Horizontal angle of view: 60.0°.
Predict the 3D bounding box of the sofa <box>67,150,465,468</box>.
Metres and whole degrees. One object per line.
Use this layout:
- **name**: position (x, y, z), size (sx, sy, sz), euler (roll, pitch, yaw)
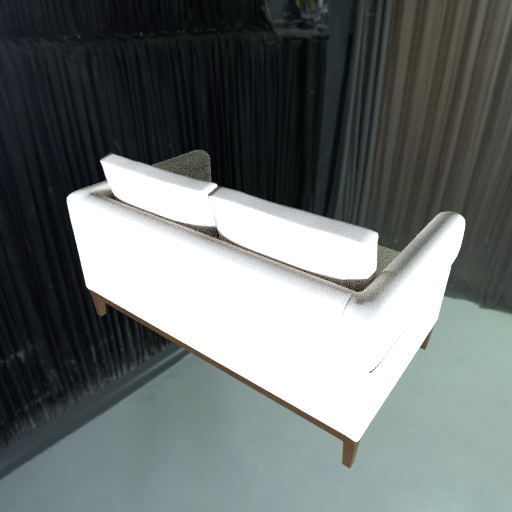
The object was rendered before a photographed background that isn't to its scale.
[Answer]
- **sofa**: position (0.000, 0.000, 2.097), size (1.598, 0.873, 0.905), euler (21, 36, 32)
